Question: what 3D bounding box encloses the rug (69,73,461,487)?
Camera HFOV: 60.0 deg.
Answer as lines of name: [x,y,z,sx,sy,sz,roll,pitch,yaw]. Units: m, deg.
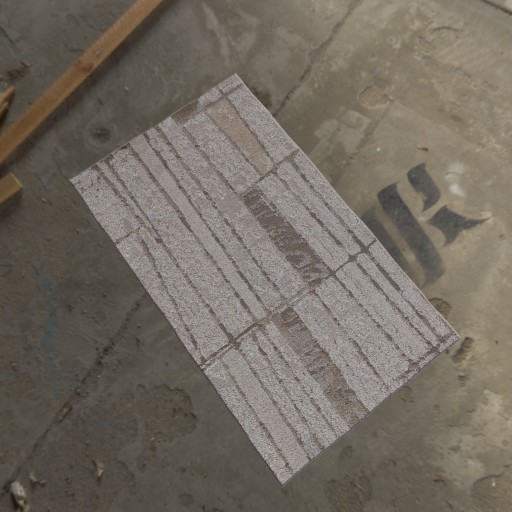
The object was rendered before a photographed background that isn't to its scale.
rug: [0.000,0.000,1.050,0.515,0.007,0.867,-36,78,-9]
